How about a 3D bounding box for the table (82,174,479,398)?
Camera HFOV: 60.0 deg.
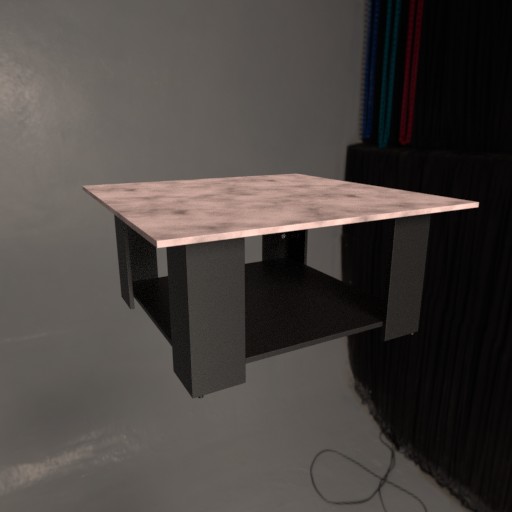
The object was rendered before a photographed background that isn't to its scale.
[{"bbox_3d":[0.000,0.000,1.073,0.670,0.305,0.670,-9,18,-27],"label":"table"}]
